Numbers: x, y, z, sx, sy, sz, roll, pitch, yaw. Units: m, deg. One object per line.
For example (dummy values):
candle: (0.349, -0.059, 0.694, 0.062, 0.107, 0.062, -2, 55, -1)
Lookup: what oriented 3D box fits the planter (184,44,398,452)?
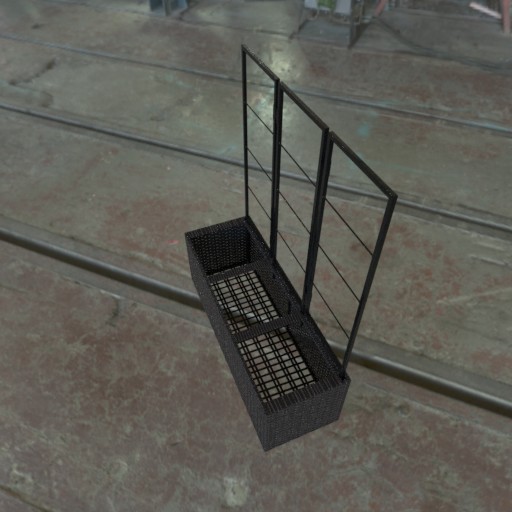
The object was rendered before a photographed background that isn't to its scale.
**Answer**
planter: (0.000, 0.000, 1.200, 0.244, 0.841, 0.699, -17, 49, -15)
